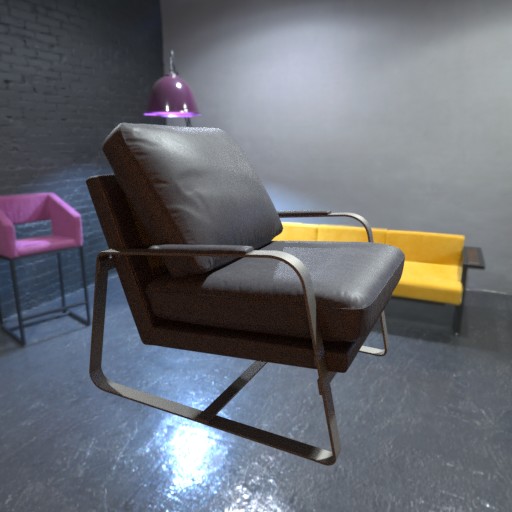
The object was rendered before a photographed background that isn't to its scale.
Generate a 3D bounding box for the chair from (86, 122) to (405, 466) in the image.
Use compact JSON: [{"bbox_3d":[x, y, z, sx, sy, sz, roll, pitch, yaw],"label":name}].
[{"bbox_3d":[0.000,0.000,1.467,0.878,0.839,0.692,7,17,26],"label":"chair"}]
